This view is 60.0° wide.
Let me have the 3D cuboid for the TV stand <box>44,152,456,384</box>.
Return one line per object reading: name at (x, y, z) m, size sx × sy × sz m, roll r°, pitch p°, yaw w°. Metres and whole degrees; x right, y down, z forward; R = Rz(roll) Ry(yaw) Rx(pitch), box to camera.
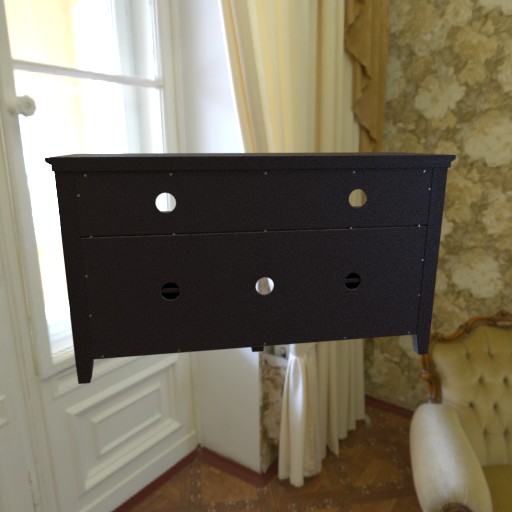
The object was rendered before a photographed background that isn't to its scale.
TV stand at (0.000, 0.000, 1.522) m, size 1.198 × 0.681 × 0.347 m, roll -2°, pitch 15°, yaw -9°
